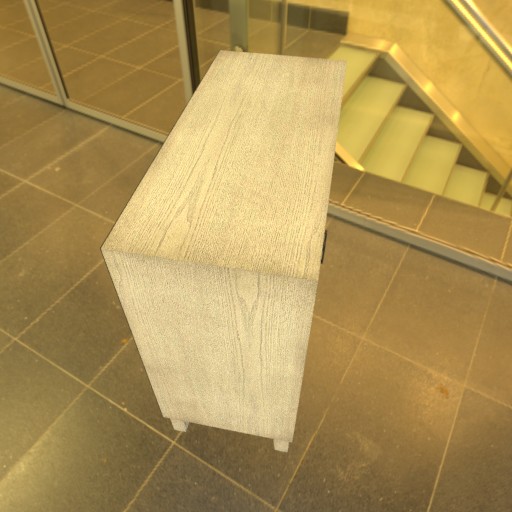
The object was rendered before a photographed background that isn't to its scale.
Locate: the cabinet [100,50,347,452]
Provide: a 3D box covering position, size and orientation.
[{"bbox_3d":[0.000,0.000,1.240,0.370,0.787,0.781,8,48,8],"label":"cabinet"}]
